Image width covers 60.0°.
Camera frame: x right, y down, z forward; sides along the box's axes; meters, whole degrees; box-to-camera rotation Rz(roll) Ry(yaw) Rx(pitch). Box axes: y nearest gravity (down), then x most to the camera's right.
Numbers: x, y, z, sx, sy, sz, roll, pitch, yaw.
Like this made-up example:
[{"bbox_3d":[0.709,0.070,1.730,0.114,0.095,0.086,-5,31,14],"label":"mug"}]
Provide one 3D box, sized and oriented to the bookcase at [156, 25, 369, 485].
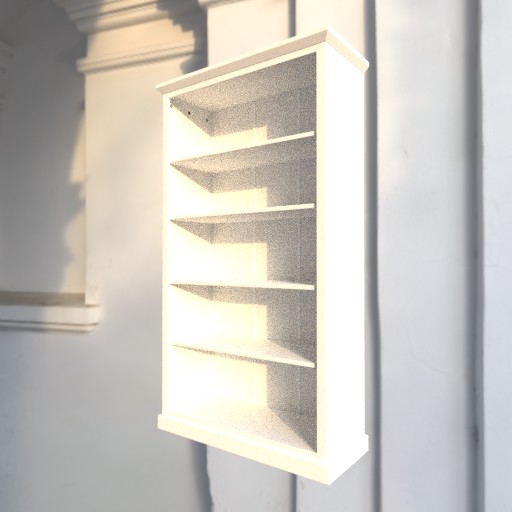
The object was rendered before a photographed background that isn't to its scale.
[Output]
[{"bbox_3d":[0.000,0.000,2.286,1.050,1.880,0.432,0,-1,36],"label":"bookcase"}]
